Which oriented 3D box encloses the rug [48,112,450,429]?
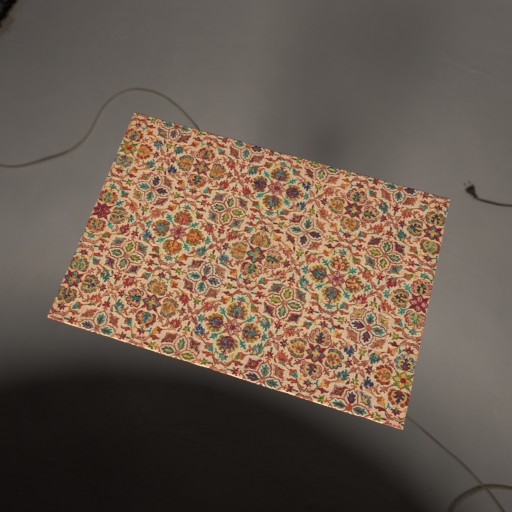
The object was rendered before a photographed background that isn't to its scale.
[{"bbox_3d":[0.000,0.000,2.912,2.297,0.018,1.541,16,76,4],"label":"rug"}]
